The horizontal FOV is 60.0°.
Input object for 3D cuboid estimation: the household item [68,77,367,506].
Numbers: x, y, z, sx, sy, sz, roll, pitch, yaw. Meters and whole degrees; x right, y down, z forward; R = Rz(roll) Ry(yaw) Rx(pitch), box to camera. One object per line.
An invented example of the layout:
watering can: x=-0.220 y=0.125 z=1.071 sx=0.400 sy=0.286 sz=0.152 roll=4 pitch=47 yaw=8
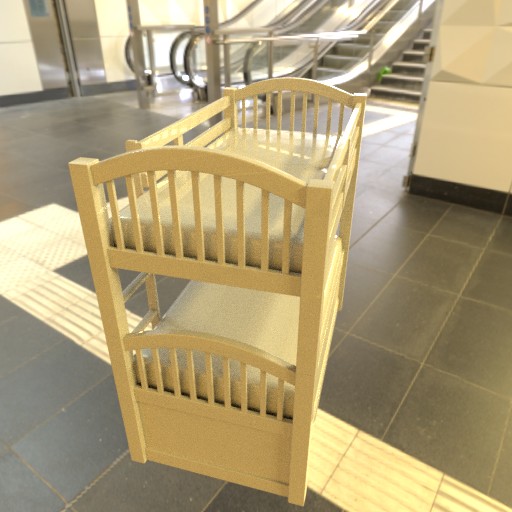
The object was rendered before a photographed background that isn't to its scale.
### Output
household item: x=0.000 y=0.000 z=3.034 sx=1.143 sy=2.032 sz=2.032 roll=8 pitch=30 yaw=14
